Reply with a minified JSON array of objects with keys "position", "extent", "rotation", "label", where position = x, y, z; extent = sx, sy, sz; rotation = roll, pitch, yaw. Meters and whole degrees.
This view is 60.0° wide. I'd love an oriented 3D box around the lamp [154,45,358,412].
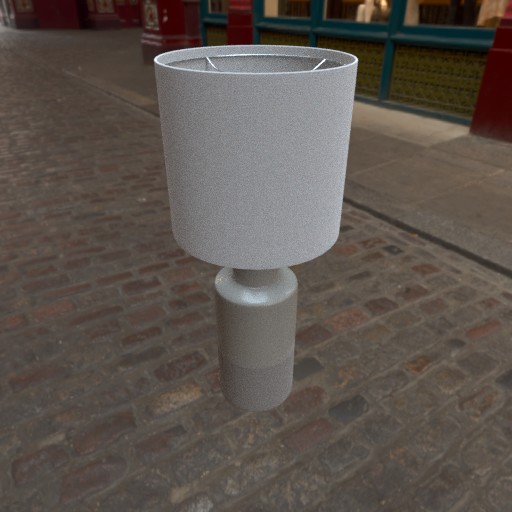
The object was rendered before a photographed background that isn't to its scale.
[{"position":[0.000,0.000,0.596],"extent":[0.212,0.493,0.212],"rotation":[-21,37,-30],"label":"lamp"}]
